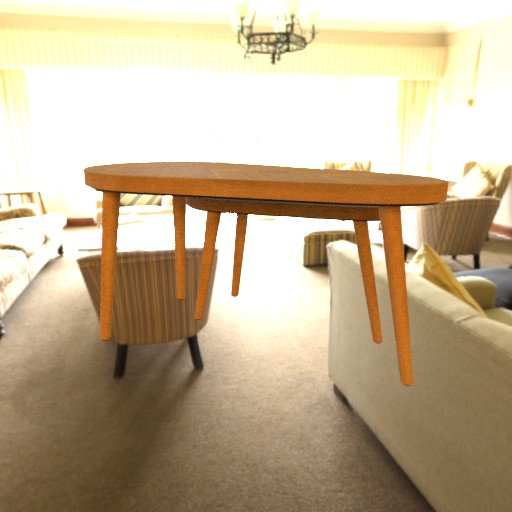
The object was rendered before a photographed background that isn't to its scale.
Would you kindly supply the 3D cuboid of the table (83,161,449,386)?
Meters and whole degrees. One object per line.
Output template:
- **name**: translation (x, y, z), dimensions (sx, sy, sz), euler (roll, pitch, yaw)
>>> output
- **table**: translation (0.000, 0.000, 1.542), dimensions (1.190, 0.595, 0.701), euler (9, 18, 27)
